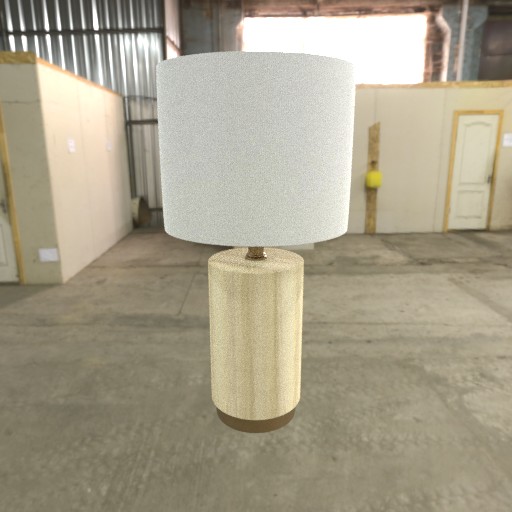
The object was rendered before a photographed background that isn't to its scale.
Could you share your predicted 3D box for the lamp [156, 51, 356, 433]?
[{"bbox_3d":[0.000,0.000,0.568,0.228,0.444,0.228,7,16,26],"label":"lamp"}]
